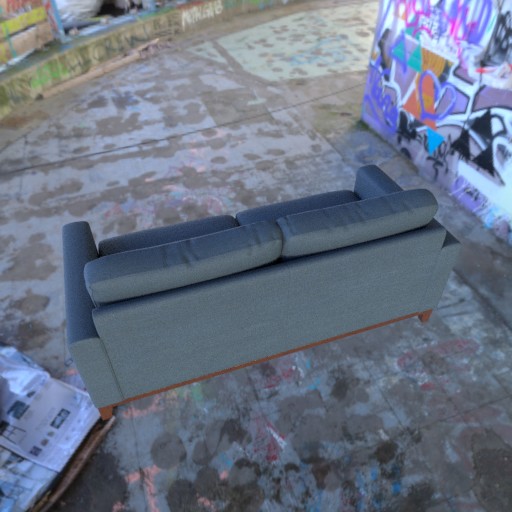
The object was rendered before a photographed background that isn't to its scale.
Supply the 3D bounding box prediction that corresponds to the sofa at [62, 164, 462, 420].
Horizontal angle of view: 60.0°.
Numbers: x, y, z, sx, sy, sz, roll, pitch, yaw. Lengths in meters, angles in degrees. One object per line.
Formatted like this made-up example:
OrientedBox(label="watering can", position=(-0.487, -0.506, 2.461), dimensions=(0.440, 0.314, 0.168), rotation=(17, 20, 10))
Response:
OrientedBox(label="sofa", position=(0.000, 0.000, 2.401), dimensions=(1.900, 0.865, 0.877), rotation=(-13, 43, -14))
